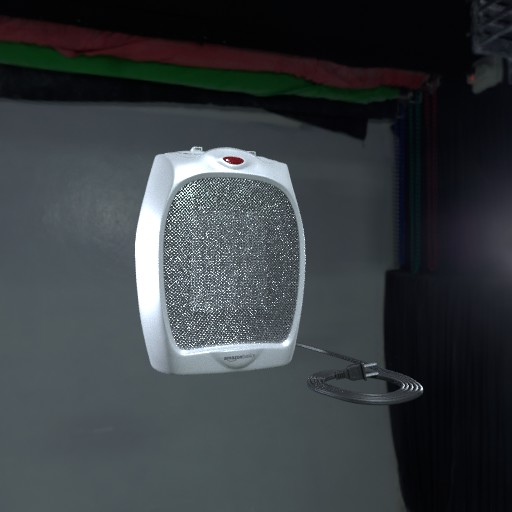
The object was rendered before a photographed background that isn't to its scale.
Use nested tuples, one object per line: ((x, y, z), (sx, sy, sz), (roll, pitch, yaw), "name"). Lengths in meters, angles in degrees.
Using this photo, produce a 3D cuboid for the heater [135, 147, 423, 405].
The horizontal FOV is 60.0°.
((0.000, 0.000, 0.468), (0.239, 0.240, 0.291), (0, 0, -20), "heater")
